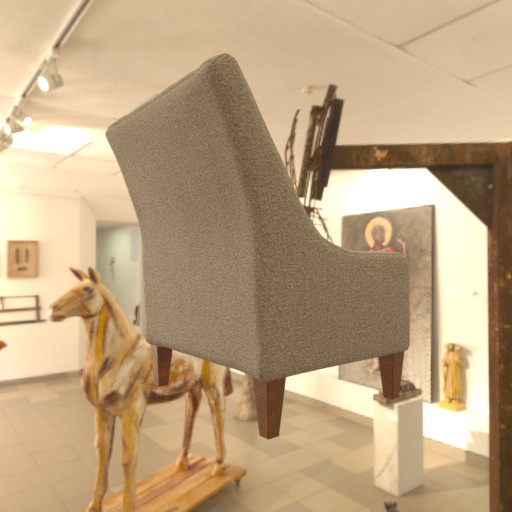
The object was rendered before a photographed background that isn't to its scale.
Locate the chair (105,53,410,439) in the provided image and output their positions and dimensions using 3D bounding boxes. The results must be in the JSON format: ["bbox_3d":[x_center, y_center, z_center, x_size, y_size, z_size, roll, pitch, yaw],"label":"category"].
[{"bbox_3d":[0.000,0.000,1.636,0.870,1.016,0.774,1,-1,-38],"label":"chair"}]
